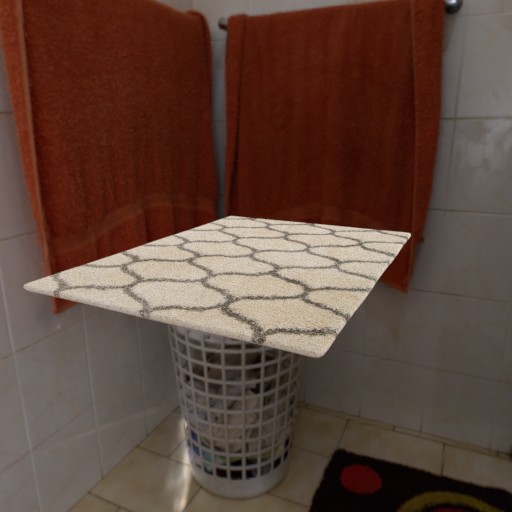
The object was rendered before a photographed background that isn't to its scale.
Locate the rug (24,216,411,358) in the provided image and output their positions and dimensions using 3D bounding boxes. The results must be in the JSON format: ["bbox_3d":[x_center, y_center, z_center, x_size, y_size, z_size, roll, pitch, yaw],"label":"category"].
[{"bbox_3d":[0.000,0.000,2.122,1.200,0.025,1.600,8,18,26],"label":"rug"}]
